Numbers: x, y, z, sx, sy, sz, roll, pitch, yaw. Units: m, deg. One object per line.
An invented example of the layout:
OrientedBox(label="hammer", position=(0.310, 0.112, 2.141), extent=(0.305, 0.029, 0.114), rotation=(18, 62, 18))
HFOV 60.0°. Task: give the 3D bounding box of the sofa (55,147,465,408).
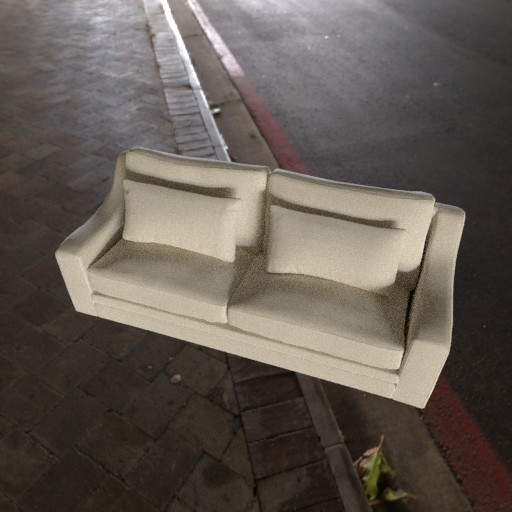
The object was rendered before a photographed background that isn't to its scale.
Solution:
OrientedBox(label="sofa", position=(0.000, 0.000, 2.975), extent=(2.470, 1.022, 1.009), rotation=(13, 43, 14))
